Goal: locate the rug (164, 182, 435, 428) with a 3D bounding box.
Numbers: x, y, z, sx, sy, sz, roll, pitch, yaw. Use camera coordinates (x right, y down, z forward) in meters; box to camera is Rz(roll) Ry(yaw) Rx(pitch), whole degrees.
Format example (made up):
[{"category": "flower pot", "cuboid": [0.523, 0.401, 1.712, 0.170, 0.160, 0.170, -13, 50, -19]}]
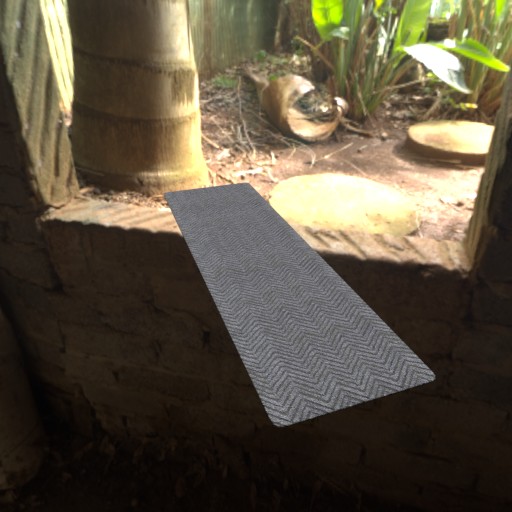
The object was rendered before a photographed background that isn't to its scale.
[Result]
[{"category": "rug", "cuboid": [0.000, 0.000, 2.550, 0.686, 0.008, 2.286, -10, 32, -17]}]
